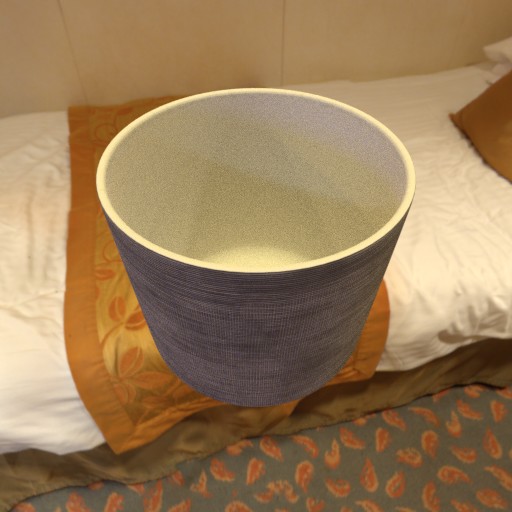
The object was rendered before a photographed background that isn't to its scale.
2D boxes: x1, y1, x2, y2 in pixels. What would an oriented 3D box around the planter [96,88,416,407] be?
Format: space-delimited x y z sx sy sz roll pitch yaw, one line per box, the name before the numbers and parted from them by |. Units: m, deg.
planter | 0.000 0.000 0.769 0.440 0.398 0.440 0 46 0
